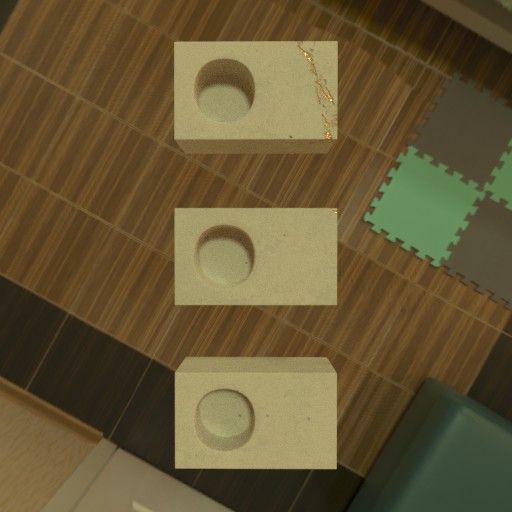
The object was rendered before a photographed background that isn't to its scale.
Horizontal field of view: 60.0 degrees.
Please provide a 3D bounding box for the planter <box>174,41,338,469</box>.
[{"bbox_3d":[0.000,0.000,0.371,0.127,0.051,0.333,0,91,0],"label":"planter"}]
